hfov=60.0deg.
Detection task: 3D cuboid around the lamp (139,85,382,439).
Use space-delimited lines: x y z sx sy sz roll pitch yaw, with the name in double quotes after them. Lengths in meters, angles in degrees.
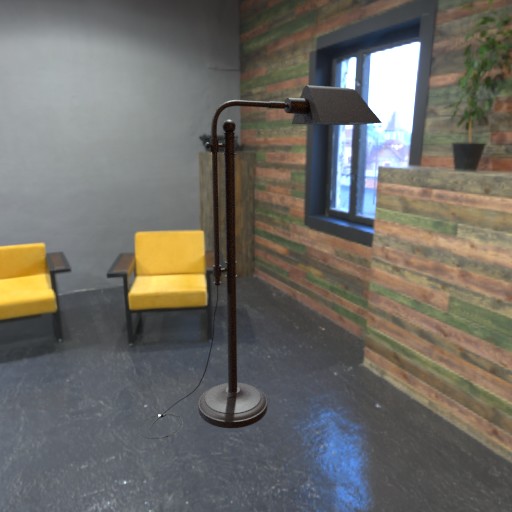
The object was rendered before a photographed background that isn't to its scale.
0.000 0.000 0.962 0.545 0.708 0.159 -6 15 -24 "lamp"
